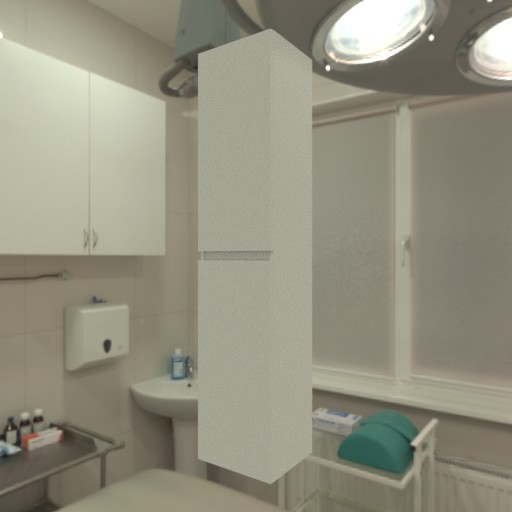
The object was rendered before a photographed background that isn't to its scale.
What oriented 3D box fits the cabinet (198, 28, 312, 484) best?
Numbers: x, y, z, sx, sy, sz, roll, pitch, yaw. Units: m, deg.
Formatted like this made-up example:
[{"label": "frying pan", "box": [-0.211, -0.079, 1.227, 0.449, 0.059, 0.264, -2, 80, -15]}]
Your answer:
[{"label": "cabinet", "box": [0.000, 0.000, 1.556, 0.300, 1.400, 0.270, 0, 0, 35]}]
